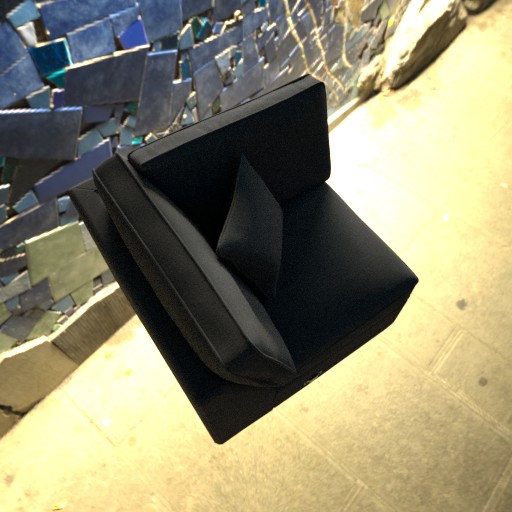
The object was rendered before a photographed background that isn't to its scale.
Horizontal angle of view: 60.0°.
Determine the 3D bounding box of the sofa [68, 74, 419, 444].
[{"bbox_3d":[0.000,0.000,2.011,1.146,1.002,1.084,-30,63,-17],"label":"sofa"}]
